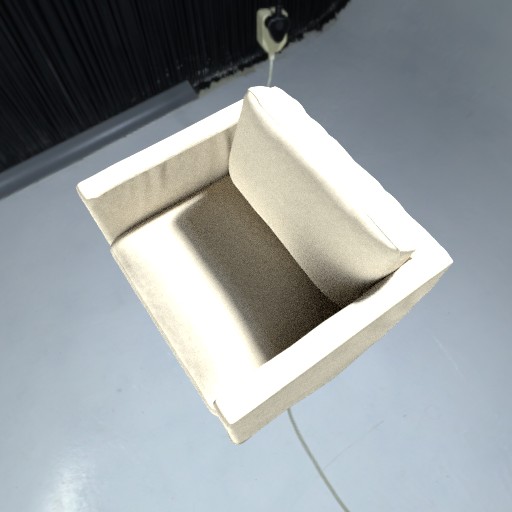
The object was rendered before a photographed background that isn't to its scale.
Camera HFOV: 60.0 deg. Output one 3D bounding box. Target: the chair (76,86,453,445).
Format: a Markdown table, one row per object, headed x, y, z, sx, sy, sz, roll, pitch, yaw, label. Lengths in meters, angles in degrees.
| x | y | z | sx | sy | sz | roll | pitch | yaw | label |
| --- | --- | --- | --- | --- | --- | --- | --- | --- | --- |
| 0.000 | 0.000 | 1.792 | 0.949 | 0.867 | 1.057 | -32 | 68 | -15 | chair |
